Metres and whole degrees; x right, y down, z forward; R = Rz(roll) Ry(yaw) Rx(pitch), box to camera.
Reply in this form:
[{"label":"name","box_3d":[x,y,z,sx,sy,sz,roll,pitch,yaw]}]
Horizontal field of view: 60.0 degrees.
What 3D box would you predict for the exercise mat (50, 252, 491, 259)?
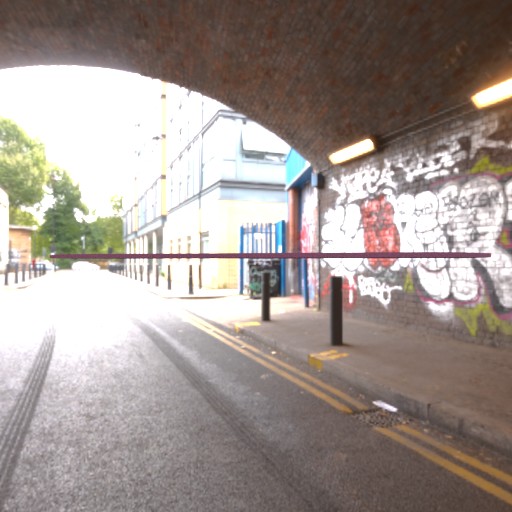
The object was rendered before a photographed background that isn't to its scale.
[{"label":"exercise mat","box_3d":[0.000,0.000,2.043,1.869,0.021,0.616,0,-1,18]}]
